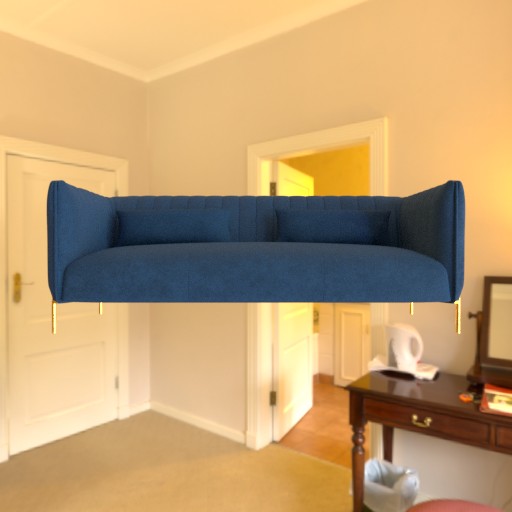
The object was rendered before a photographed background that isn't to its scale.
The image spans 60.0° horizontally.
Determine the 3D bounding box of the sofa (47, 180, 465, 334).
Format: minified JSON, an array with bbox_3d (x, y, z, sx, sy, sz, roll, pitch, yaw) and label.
[{"bbox_3d":[0.000,0.000,2.605,2.136,0.793,0.896,0,1,0],"label":"sofa"}]
